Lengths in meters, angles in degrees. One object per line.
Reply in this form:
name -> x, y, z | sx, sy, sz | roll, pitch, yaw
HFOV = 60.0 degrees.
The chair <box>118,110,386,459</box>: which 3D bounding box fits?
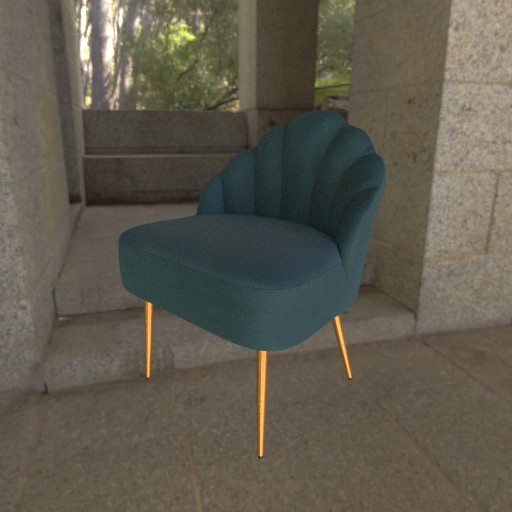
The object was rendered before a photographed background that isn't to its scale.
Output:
chair -> 0.000, 0.000, 1.287 | 0.657, 0.819, 0.599 | 15, 22, 43
